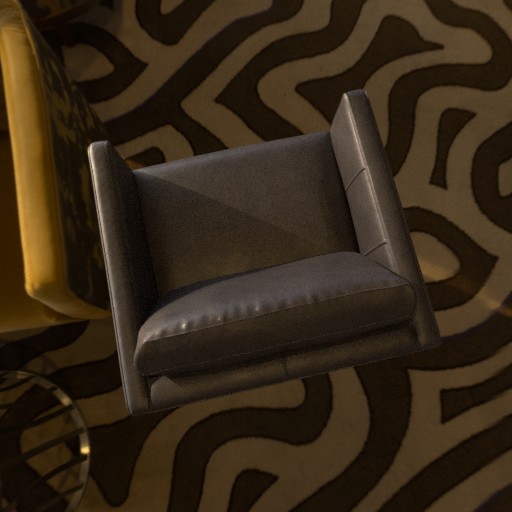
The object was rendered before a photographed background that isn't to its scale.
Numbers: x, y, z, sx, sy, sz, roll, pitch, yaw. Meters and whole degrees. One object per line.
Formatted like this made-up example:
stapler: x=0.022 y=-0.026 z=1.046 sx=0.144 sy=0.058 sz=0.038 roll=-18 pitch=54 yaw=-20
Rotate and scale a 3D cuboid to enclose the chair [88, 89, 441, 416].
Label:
chair: x=0.000 y=0.000 z=1.598 sx=0.939 sy=0.811 sz=0.862 roll=-12 pitch=78 yaw=-3
